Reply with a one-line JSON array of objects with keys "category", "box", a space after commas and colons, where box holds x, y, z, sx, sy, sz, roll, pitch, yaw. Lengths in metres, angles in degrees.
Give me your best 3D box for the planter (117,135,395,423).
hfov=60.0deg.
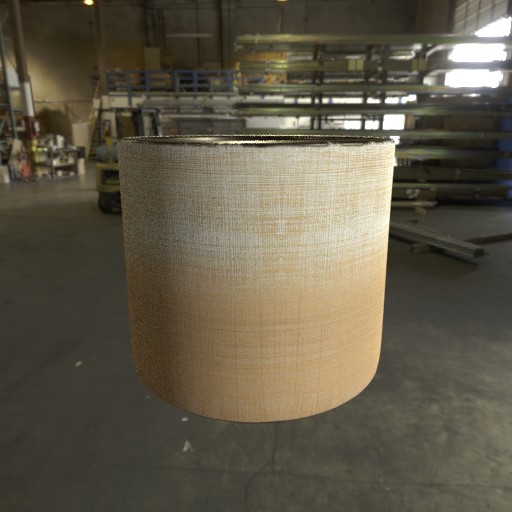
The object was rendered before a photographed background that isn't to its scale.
[{"category": "planter", "box": [0.000, 0.000, 0.387, 0.221, 0.201, 0.221, 0, 16, 0]}]
